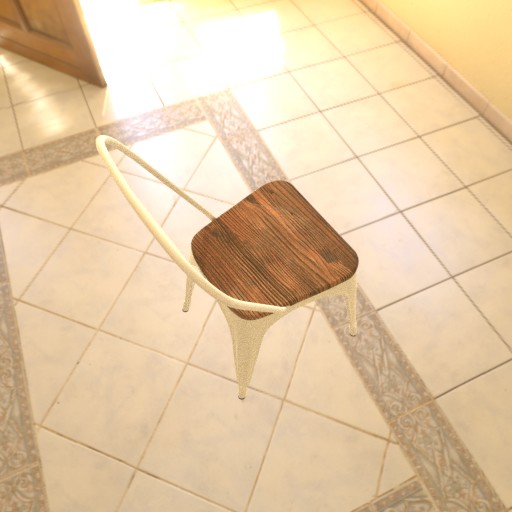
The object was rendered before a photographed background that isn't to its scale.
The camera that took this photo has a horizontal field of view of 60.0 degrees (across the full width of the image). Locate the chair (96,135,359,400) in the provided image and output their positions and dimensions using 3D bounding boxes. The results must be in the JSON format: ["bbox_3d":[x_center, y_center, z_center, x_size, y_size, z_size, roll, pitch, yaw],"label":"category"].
[{"bbox_3d":[0.000,0.000,1.152,0.521,0.851,0.452,-30,62,-17],"label":"chair"}]
